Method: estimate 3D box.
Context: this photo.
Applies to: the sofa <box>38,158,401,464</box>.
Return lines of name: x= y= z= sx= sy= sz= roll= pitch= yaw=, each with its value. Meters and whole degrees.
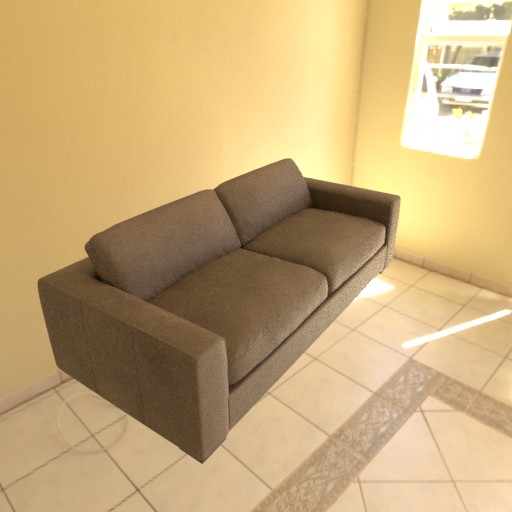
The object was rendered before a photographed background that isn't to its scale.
sofa: x=0.000 y=0.000 z=2.774 sx=1.070 sy=0.801 sz=2.262 roll=18 pitch=32 yaw=31
